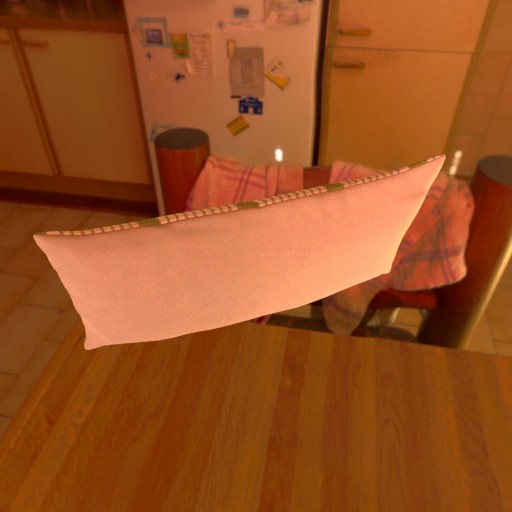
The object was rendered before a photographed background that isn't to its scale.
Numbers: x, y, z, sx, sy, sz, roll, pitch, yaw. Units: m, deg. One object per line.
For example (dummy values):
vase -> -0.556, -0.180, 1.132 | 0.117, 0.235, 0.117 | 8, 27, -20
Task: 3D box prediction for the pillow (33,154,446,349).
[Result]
pillow -> 0.000, 0.000, 0.732 | 0.608, 0.292, 0.156 | -13, 42, -15
